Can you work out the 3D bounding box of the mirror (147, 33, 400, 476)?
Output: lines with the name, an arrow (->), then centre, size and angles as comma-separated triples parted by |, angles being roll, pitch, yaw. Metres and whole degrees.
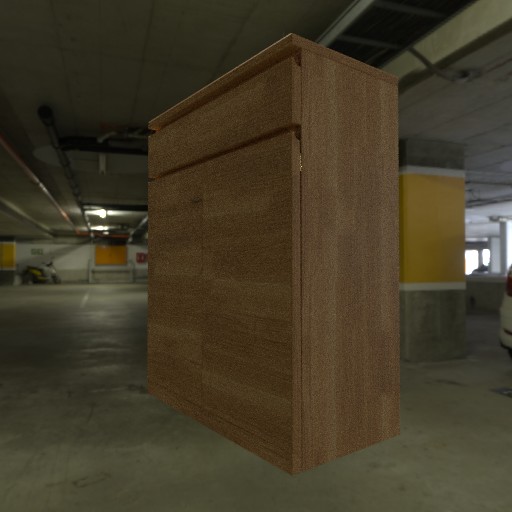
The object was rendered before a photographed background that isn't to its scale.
mirror -> 0.000, 0.000, 1.438 | 0.400, 1.000, 0.800 | 1, -1, -37
